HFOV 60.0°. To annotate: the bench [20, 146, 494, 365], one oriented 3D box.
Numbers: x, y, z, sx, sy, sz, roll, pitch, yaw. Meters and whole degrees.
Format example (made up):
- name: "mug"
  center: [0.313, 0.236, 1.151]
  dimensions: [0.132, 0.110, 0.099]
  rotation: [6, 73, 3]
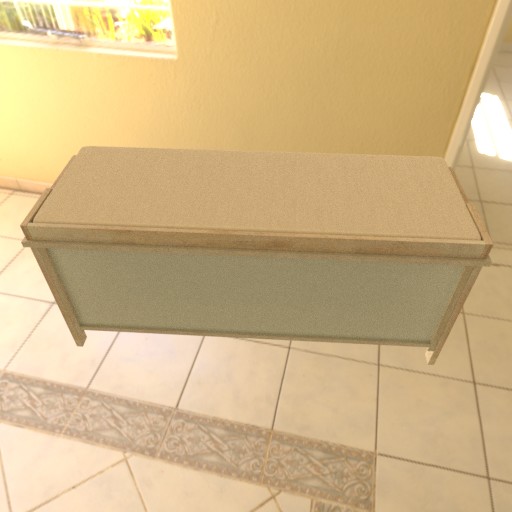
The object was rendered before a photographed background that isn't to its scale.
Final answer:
- name: "bench"
  center: [0.000, 0.000, 1.354]
  dimensions: [1.140, 0.501, 0.398]
  rotation: [2, 44, 3]
